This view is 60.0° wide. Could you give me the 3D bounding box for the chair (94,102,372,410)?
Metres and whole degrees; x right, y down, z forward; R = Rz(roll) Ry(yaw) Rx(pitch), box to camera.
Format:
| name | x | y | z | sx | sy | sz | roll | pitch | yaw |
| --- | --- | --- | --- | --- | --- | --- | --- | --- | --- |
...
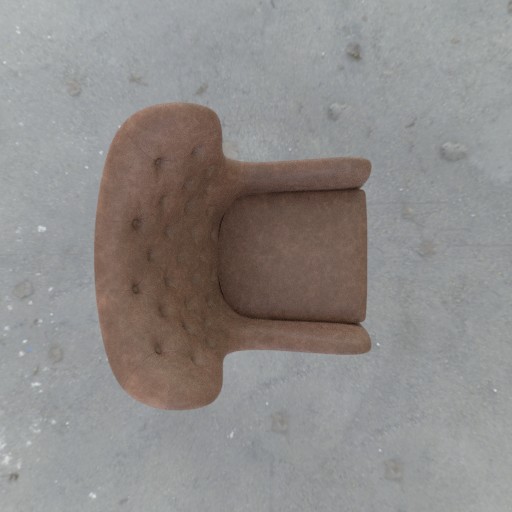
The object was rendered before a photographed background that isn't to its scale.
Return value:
| name | x | y | z | sx | sy | sz | roll | pitch | yaw |
| --- | --- | --- | --- | --- | --- | --- | --- | --- | --- |
| chair | 0.000 | 0.000 | 1.704 | 0.930 | 1.079 | 0.831 | 0 | 90 | 0 |
